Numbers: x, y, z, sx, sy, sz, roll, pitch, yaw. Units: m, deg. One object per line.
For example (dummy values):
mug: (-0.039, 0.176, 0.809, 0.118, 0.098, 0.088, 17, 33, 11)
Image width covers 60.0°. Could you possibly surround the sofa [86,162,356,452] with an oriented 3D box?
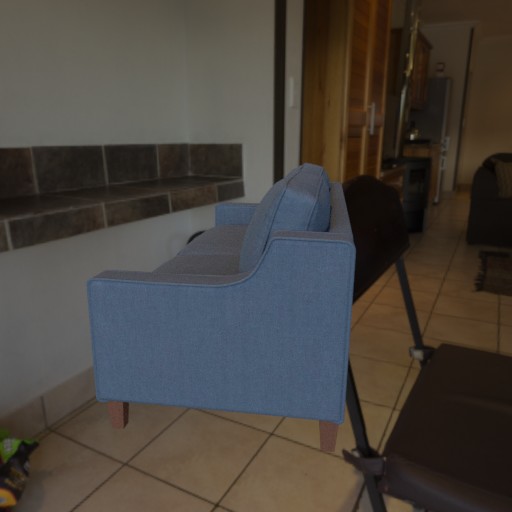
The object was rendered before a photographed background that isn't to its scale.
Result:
sofa: (0.000, 0.000, 2.749, 1.066, 1.071, 2.178, 2, 15, 9)
